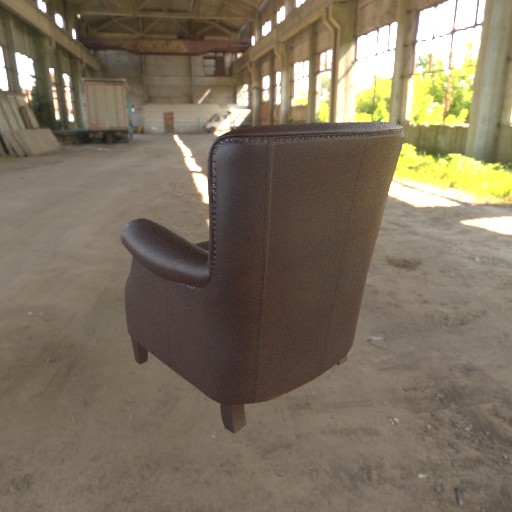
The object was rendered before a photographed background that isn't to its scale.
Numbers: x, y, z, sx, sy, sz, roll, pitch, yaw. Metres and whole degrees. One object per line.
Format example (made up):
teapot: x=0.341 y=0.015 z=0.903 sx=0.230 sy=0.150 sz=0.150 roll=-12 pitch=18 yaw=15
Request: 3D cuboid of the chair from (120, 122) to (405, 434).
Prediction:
chair: x=0.000 y=0.000 z=1.371 sx=0.700 sy=0.800 sz=0.746 roll=-16 pitch=24 yaw=-42
